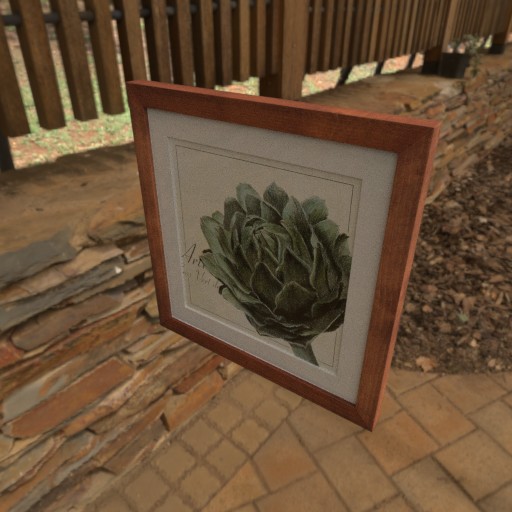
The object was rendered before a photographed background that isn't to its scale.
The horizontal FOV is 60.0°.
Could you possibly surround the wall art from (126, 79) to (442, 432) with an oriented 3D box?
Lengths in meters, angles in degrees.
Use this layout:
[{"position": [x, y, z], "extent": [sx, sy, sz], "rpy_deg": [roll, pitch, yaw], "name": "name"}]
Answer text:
[{"position": [0.000, 0.000, 0.836], "extent": [0.554, 0.572, 0.037], "rpy_deg": [19, 36, 29], "name": "wall art"}]
